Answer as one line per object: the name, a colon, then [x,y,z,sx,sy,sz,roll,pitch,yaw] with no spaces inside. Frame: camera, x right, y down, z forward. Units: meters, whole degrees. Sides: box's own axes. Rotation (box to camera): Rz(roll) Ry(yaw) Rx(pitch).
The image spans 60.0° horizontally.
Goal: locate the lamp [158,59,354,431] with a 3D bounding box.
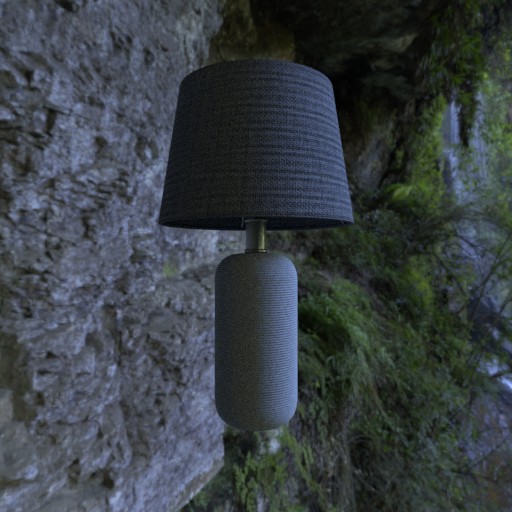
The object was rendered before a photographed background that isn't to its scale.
lamp: [0.000,0.000,0.582,0.251,0.429,0.251,0,0,0]
